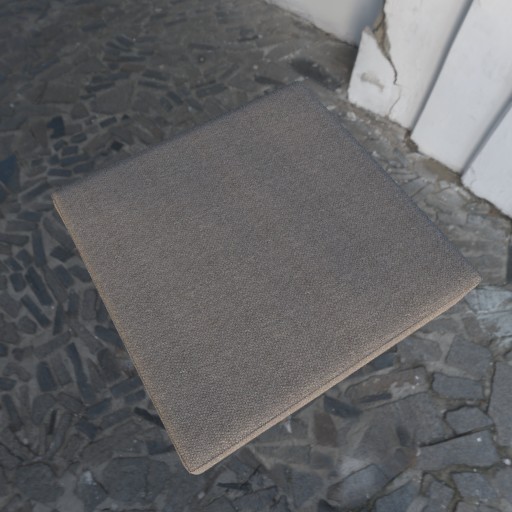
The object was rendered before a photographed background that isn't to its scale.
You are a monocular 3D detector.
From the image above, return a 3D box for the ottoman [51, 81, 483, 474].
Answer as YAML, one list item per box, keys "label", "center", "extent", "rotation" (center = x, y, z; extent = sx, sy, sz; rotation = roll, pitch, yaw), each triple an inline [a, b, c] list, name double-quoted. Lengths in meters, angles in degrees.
- label: "ottoman"
  center: [0.000, 0.000, 1.487]
  extent: [0.981, 0.378, 0.970]
  rotation: [-29, 67, -14]
